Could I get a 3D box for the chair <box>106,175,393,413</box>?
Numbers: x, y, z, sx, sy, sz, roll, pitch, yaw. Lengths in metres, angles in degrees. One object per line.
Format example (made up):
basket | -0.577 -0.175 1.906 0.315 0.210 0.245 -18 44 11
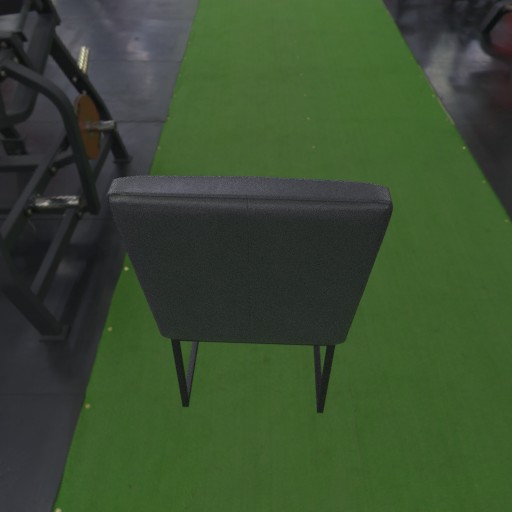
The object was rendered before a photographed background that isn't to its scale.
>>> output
chair | 0.000 0.000 1.300 0.520 0.930 0.634 2 46 2
